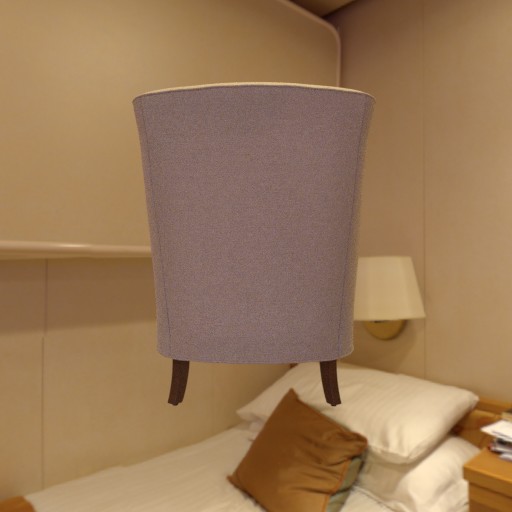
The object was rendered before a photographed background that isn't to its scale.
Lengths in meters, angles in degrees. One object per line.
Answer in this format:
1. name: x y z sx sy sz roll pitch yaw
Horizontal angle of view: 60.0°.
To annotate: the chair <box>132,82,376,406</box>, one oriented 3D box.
1. chair: 0.000 0.000 1.752 0.838 1.040 0.966 0 -1 1
